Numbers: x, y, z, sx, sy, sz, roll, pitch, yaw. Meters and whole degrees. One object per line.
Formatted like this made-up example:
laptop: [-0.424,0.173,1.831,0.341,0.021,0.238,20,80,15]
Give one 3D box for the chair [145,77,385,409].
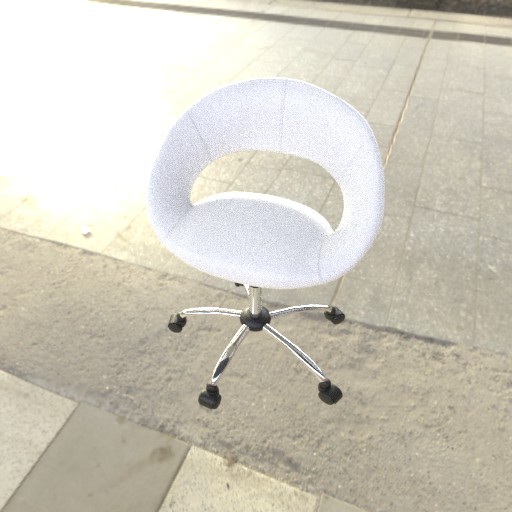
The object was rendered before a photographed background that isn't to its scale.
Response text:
chair: [0.000,0.000,1.192,0.612,0.791,0.538,13,44,14]
